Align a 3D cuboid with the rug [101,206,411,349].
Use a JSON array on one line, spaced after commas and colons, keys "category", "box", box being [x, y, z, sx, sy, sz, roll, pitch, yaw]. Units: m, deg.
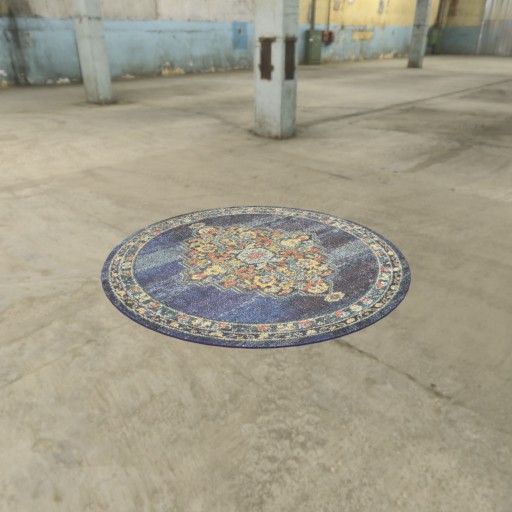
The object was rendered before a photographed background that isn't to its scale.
[{"category": "rug", "box": [0.000, 0.000, 3.577, 2.386, 0.014, 2.386, 0, 26, 0]}]
